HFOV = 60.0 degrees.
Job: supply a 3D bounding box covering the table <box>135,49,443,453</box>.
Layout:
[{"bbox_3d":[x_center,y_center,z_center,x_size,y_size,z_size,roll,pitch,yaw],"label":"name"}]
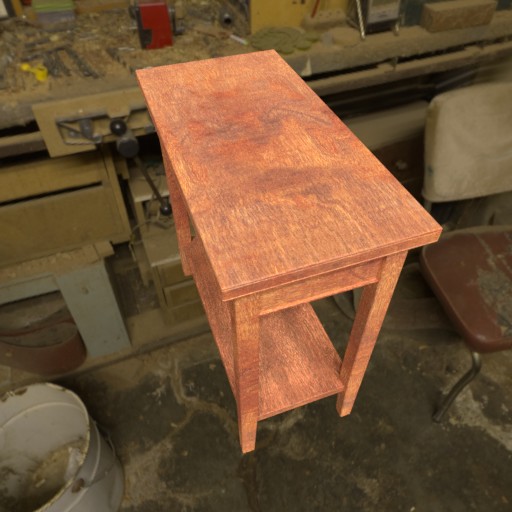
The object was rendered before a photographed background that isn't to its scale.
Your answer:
[{"bbox_3d":[0.000,0.000,0.966,0.305,0.610,0.610,-15,49,-13],"label":"table"}]
